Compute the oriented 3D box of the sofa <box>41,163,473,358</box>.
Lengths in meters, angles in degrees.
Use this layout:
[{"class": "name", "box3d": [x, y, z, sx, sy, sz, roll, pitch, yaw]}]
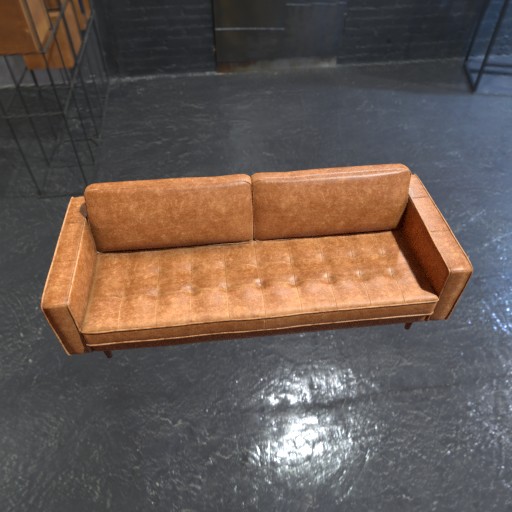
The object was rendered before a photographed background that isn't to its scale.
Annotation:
[{"class": "sofa", "box3d": [0.000, 0.000, 2.615, 2.199, 0.779, 0.886, -5, 46, -4]}]
